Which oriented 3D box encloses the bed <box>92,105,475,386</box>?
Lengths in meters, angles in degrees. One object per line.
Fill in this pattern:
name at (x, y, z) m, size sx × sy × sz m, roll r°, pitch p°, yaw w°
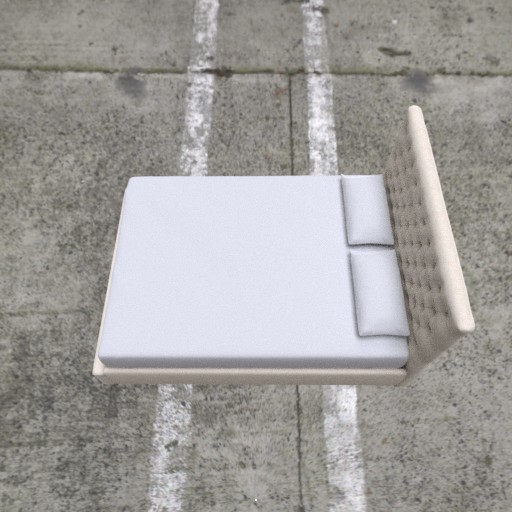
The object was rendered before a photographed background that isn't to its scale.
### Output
bed at (0.000, 0.000, 3.367) m, size 2.387 × 1.427 × 1.698 m, roll 0°, pitch 61°, yaw 0°
